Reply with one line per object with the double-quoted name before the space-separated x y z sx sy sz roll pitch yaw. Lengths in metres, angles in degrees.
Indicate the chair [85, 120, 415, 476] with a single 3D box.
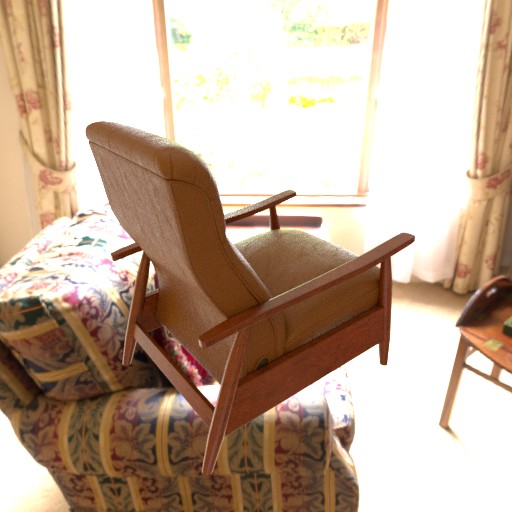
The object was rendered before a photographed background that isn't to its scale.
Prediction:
"chair" 0.000 0.000 1.778 1.014 1.082 0.762 -18 32 -33
